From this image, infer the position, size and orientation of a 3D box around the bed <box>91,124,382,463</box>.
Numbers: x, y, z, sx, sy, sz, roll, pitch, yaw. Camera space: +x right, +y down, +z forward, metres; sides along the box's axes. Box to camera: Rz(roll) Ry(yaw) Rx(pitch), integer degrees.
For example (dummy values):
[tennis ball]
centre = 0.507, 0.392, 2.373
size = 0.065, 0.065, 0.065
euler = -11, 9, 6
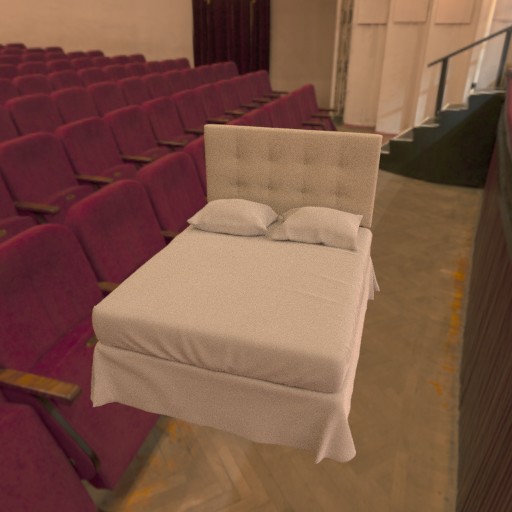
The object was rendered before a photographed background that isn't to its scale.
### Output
[bed]
centre = 0.000, 0.000, 3.460
size = 1.936, 1.577, 2.222
euler = 8, 28, 16
